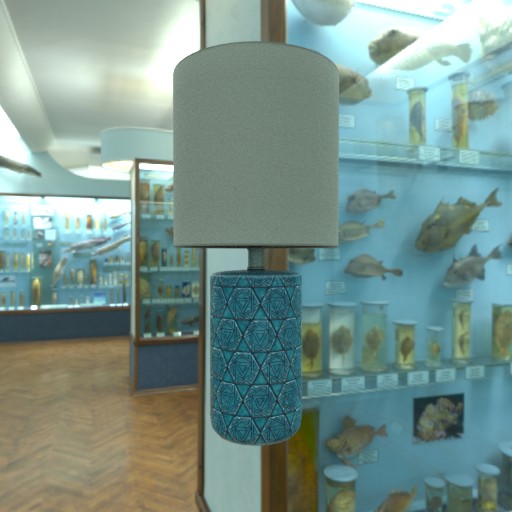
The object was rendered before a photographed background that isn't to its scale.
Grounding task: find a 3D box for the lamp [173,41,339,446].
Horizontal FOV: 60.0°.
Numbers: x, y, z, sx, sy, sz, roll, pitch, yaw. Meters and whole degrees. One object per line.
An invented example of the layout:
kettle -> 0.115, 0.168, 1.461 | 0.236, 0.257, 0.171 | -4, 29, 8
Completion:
lamp -> 0.000, 0.000, 0.755 | 0.278, 0.597, 0.278 | 0, 0, -18
